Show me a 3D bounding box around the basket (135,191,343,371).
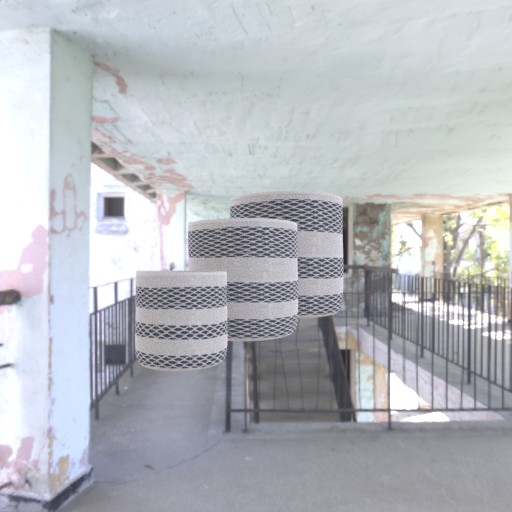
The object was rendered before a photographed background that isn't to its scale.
[{"bbox_3d":[0.000,0.000,1.108,0.351,0.356,0.917,0,0,19],"label":"basket"}]
